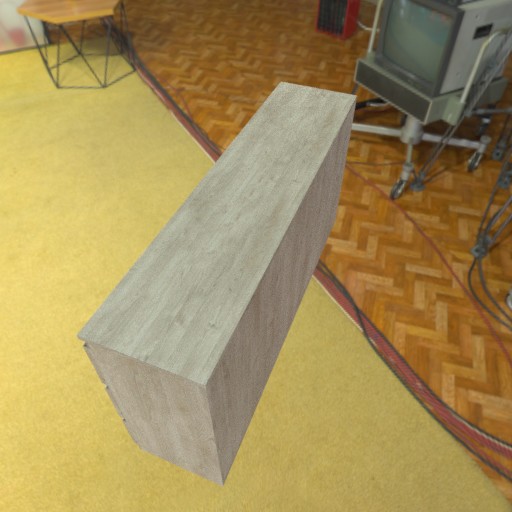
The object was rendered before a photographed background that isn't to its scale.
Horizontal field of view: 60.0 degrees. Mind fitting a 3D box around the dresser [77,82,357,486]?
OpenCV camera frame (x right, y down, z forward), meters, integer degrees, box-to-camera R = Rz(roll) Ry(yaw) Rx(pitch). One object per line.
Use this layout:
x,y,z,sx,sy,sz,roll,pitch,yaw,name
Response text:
0.000,0.000,1.918,0.390,0.795,1.590,16,49,15,dresser
